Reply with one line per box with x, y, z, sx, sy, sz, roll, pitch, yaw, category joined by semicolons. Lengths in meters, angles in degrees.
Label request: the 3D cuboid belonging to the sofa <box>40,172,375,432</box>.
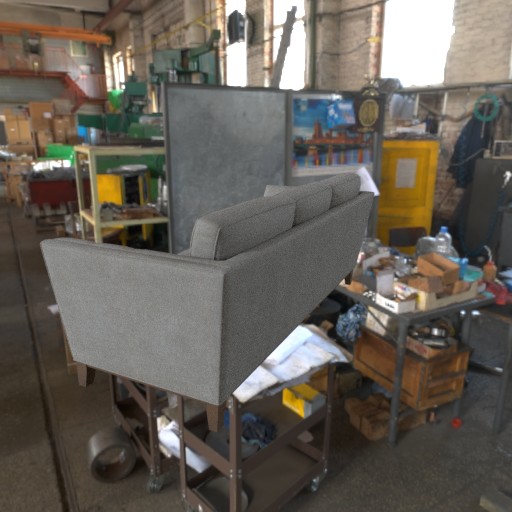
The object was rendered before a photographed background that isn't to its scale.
0.000;0.000;2.866;0.965;0.940;2.387;8;18;26;sofa
